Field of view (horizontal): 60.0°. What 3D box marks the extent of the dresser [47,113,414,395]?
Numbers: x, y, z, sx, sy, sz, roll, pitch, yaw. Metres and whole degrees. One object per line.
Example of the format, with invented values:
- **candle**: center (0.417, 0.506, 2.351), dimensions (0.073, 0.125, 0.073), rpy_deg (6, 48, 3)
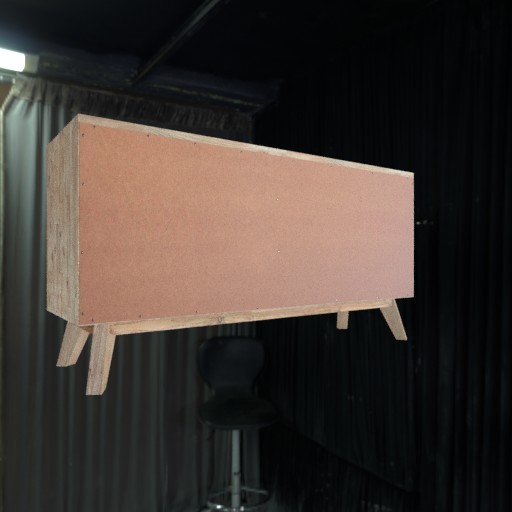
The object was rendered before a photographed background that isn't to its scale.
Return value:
- **dresser**: center (0.000, 0.000, 1.886), dimensions (1.554, 0.805, 0.455), rpy_deg (0, 0, -35)
